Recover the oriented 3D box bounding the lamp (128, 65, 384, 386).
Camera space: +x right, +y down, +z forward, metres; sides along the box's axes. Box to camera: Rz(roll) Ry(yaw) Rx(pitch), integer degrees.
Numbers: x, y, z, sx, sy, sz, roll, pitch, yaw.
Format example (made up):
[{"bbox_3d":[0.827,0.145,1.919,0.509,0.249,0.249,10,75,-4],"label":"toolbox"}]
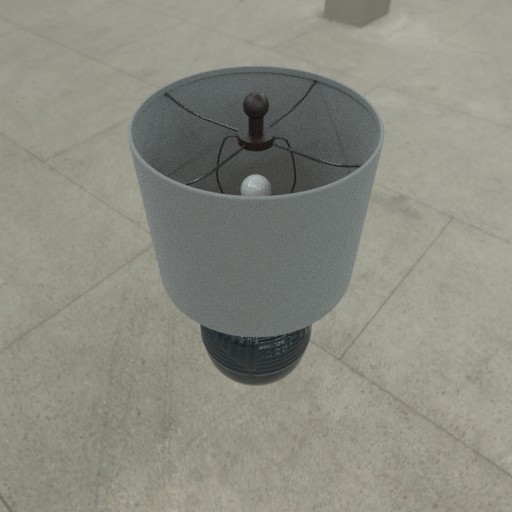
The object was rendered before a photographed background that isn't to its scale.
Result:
[{"bbox_3d":[0.000,0.000,0.738,0.318,0.567,0.318,0,46,0],"label":"lamp"}]
